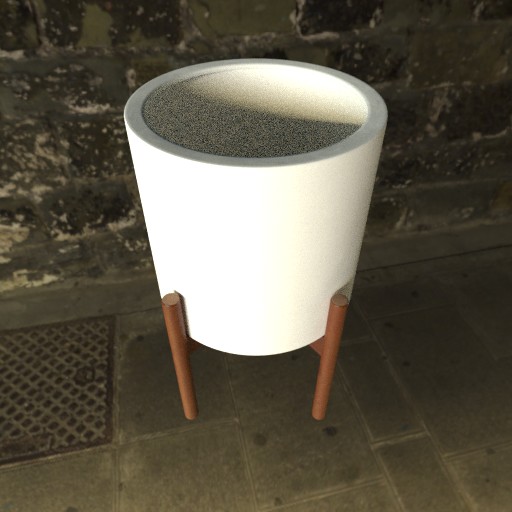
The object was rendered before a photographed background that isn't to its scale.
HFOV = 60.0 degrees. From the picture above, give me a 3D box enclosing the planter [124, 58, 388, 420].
[{"bbox_3d":[0.000,0.000,0.939,0.417,0.670,0.417,1,42,1],"label":"planter"}]
